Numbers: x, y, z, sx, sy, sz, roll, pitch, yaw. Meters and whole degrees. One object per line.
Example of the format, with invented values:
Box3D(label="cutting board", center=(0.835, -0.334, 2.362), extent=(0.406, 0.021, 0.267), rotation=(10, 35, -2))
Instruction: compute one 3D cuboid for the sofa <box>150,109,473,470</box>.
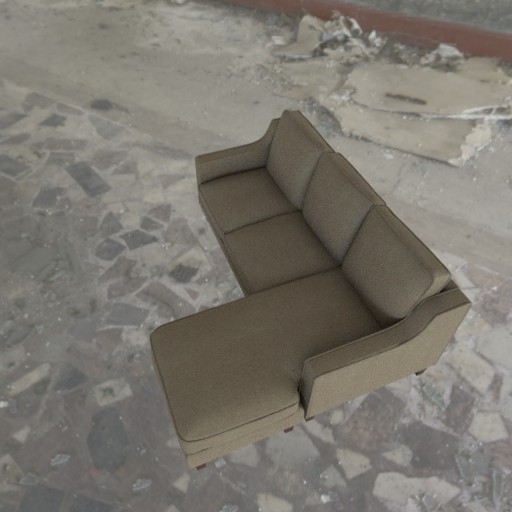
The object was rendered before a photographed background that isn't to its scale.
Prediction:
Box3D(label="sofa", center=(0.000, 0.000, 3.308), extent=(1.858, 1.081, 2.317), rotation=(-17, 50, -15))
